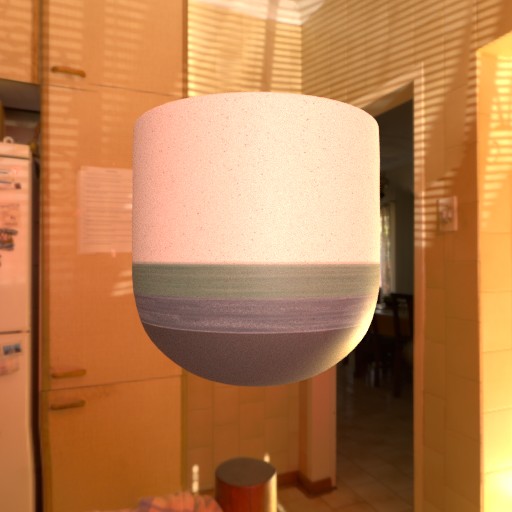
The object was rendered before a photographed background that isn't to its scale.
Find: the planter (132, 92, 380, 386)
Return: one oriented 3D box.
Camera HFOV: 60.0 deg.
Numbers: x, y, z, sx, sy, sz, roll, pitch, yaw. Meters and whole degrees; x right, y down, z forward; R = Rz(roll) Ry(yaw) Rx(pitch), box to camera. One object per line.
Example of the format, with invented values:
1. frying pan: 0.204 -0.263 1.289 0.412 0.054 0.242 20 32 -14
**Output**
1. planter: 0.000 0.000 0.497 0.268 0.270 0.268 0 -1 0
